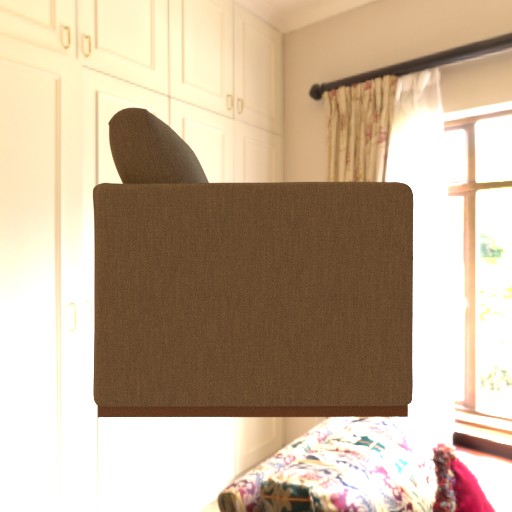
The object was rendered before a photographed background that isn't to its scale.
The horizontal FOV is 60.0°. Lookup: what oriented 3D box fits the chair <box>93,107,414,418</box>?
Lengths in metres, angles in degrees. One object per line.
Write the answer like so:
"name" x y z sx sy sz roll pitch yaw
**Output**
"chair" 0.000 0.000 1.477 0.834 0.811 0.763 0 0 0
